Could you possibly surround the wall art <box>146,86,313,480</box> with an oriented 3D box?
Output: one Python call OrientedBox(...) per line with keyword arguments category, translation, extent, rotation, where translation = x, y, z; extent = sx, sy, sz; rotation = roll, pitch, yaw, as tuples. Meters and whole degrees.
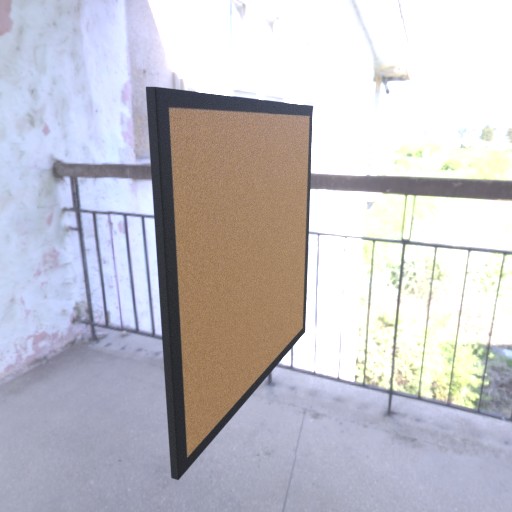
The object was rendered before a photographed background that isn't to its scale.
OrientedBox(category="wall art", translation=(0.000, 0.000, 0.985), extent=(0.016, 0.659, 0.663), rotation=(8, 18, 25))
